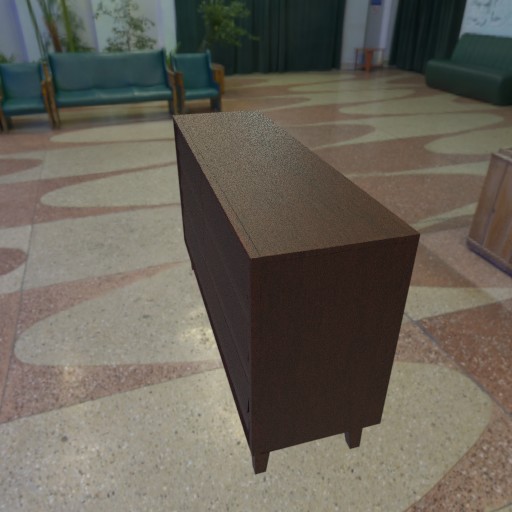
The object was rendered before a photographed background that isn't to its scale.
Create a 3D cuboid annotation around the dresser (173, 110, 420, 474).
[{"bbox_3d":[0.000,0.000,2.081,0.499,0.971,1.609,-8,31,-14],"label":"dresser"}]
